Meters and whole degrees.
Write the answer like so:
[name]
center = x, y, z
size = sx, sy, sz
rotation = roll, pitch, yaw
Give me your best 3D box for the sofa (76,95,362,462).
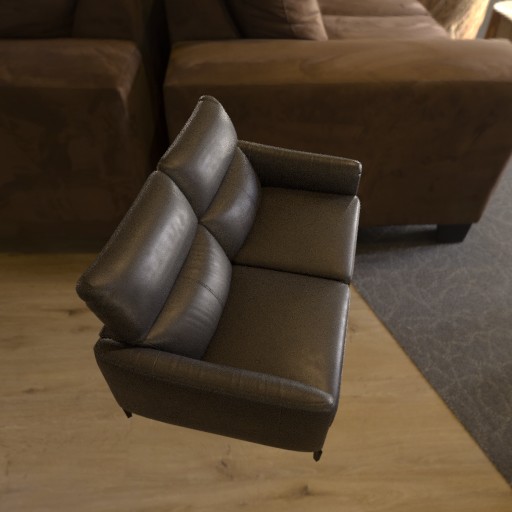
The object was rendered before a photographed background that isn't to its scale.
[sofa]
center = 0.000, 0.000, 2.172
size = 0.958, 0.920, 1.596
rotation = 9, 47, 9
